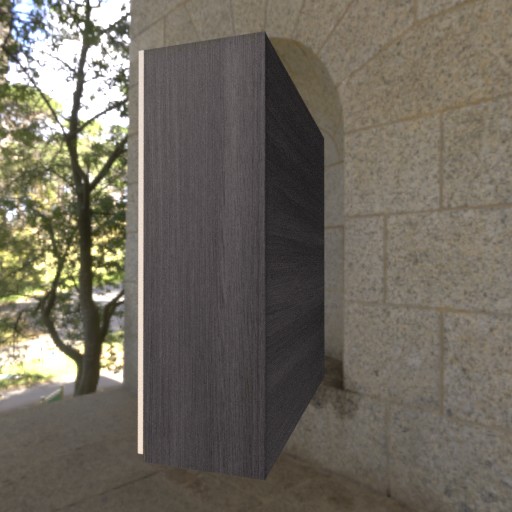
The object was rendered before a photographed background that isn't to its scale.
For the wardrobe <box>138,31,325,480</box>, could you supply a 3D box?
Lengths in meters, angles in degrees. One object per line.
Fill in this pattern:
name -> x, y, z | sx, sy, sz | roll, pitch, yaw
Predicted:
wardrobe -> 0.000, 0.000, 2.870 | 0.629, 1.960, 1.780 | 0, 0, 17
